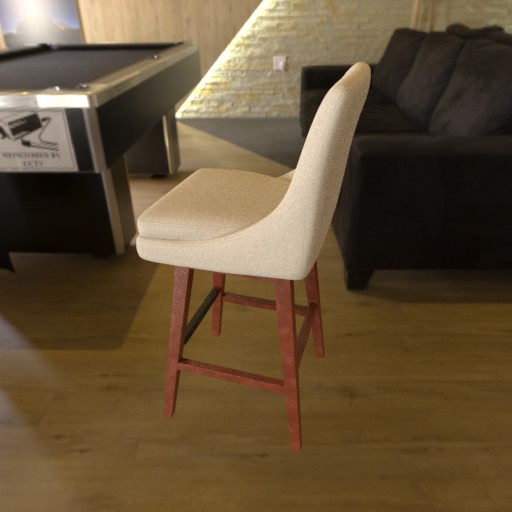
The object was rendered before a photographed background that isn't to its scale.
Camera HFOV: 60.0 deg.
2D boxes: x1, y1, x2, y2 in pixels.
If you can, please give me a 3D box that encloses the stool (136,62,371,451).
[{"bbox_3d":[0.000,0.000,1.374,0.559,1.092,0.470,9,31,15],"label":"stool"}]
